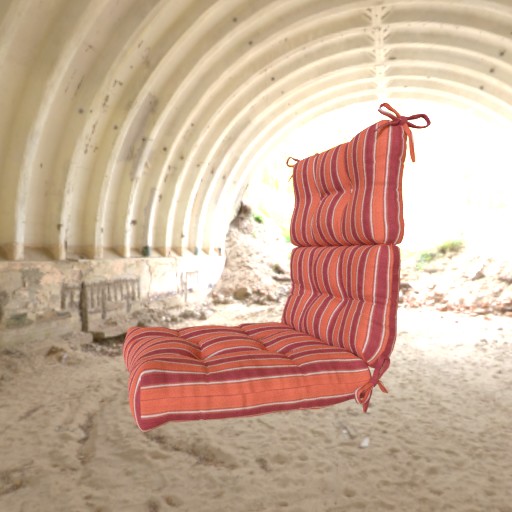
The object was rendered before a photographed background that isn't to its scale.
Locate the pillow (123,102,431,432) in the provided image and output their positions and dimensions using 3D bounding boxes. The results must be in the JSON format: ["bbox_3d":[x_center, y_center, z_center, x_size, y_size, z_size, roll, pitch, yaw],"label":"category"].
[{"bbox_3d":[0.000,0.000,1.006,0.571,0.605,0.519,0,0,-18],"label":"pillow"}]
